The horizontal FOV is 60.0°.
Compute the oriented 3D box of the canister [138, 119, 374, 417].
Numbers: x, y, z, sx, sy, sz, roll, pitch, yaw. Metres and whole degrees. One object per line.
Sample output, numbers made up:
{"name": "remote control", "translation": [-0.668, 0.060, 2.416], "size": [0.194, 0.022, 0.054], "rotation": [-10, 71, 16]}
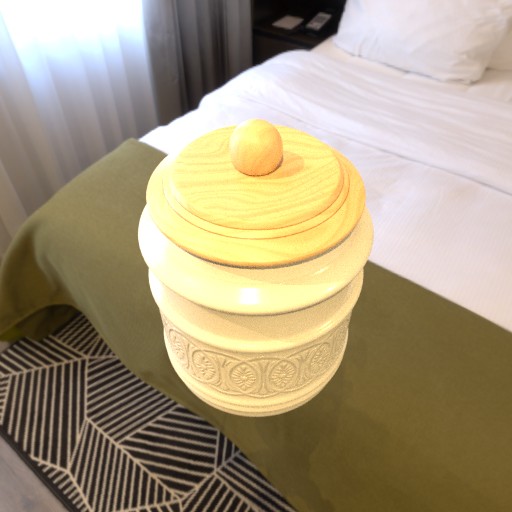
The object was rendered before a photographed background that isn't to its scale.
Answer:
{"name": "canister", "translation": [0.000, 0.000, 0.269], "size": [0.130, 0.176, 0.130], "rotation": [0, 46, 0]}
